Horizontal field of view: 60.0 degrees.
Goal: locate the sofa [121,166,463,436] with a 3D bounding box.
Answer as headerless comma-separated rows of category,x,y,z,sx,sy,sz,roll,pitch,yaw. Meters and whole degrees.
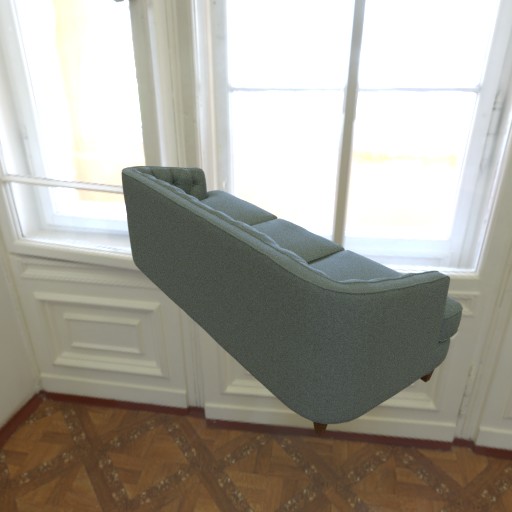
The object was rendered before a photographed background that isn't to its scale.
sofa,0.000,0.000,2.765,0.941,0.855,2.278,-19,32,-32
